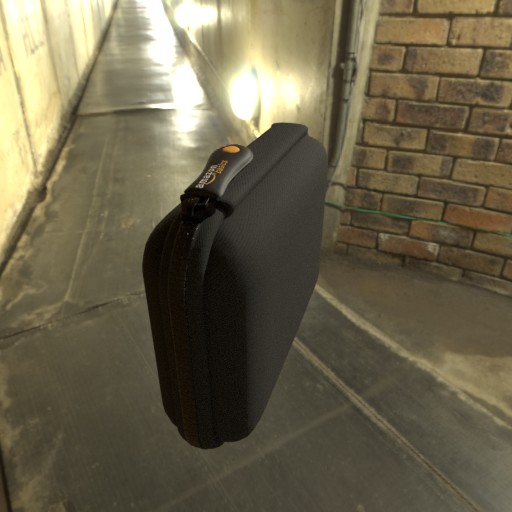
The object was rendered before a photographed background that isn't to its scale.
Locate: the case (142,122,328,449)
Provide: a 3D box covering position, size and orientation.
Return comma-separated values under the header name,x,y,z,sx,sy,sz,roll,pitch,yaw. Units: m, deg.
name,x,y,z,sx,sy,sz,roll,pitch,yaw
case,0.000,0.000,0.185,0.038,0.105,0.132,10,32,16
